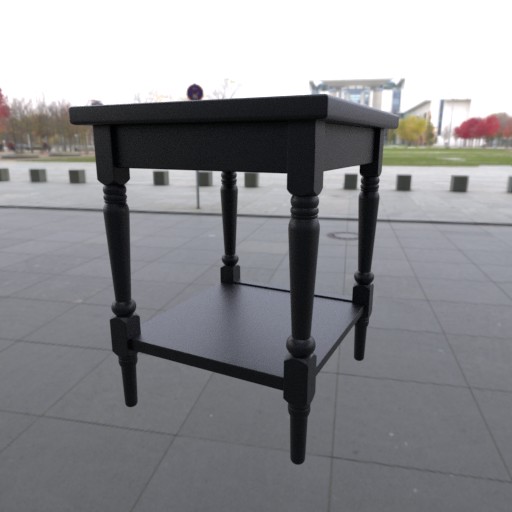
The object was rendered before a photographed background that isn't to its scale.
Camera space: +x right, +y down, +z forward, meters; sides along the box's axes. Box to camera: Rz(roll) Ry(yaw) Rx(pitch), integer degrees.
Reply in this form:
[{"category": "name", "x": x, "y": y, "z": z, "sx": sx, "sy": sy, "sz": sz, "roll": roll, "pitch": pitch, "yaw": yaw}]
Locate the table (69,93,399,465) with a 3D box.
[{"category": "table", "x": 0.000, "y": 0.000, "z": 0.907, "sx": 0.442, "sy": 0.565, "sz": 0.488, "roll": 7, "pitch": 16, "yaw": 26}]
